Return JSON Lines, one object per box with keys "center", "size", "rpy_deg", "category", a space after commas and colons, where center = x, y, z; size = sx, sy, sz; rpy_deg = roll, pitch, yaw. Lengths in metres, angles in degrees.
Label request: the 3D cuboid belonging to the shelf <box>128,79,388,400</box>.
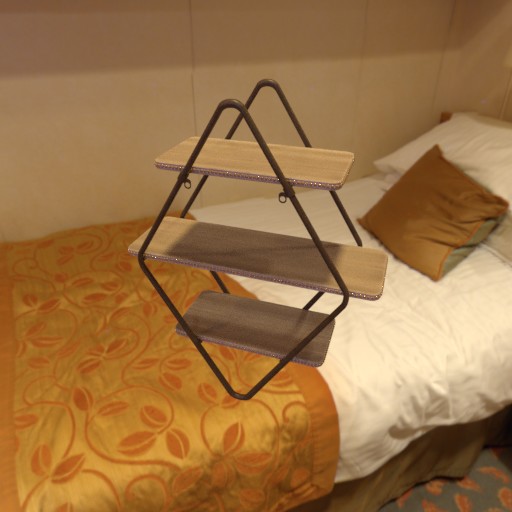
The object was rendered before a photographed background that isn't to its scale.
{"center": [0.000, 0.000, 1.075], "size": [0.609, 0.774, 0.234], "rpy_deg": [10, 32, 16], "category": "shelf"}
